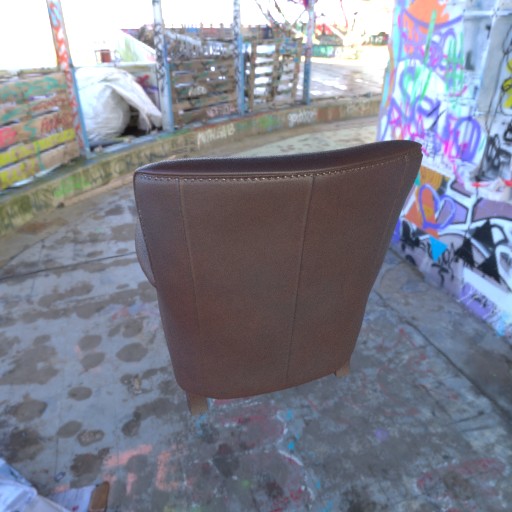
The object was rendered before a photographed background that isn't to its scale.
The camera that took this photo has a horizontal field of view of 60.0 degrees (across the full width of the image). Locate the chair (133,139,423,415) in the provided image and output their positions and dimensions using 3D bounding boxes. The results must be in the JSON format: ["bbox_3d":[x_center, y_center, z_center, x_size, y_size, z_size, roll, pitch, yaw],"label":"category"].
[{"bbox_3d":[0.000,0.000,1.361,0.700,0.800,0.746,-9,30,-16],"label":"chair"}]
